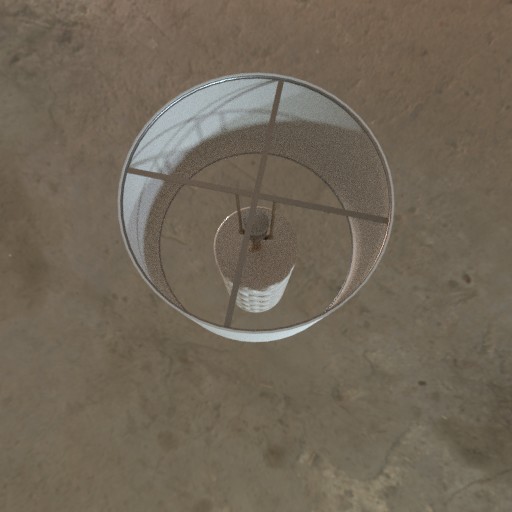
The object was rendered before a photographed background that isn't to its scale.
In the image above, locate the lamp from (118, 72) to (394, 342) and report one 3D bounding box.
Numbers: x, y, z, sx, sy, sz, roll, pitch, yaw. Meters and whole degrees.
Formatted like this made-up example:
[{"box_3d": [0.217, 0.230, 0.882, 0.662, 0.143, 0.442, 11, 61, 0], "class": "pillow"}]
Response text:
[{"box_3d": [0.000, 0.000, 0.831, 0.325, 0.636, 0.324, 11, 77, 3], "class": "lamp"}]
